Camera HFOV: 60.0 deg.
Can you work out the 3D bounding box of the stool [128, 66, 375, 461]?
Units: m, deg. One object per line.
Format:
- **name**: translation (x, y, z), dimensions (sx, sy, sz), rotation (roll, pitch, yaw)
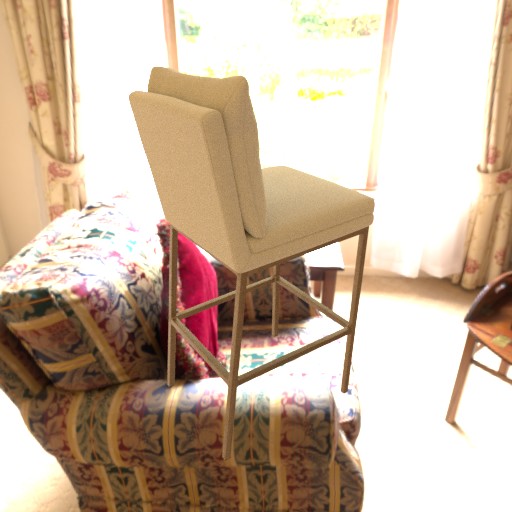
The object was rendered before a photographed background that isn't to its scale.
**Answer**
- **stool**: translation (0.000, 0.000, 1.428), dimensions (0.572, 1.125, 0.463), rotation (-18, 32, -31)
